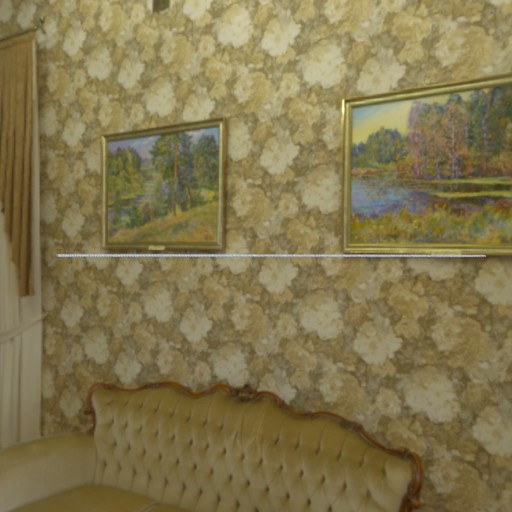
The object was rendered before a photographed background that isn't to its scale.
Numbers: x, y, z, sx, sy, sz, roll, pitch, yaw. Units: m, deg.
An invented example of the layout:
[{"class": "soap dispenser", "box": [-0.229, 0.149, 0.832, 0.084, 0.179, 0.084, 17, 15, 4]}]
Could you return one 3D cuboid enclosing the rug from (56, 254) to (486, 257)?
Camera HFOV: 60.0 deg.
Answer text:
[{"class": "rug", "box": [0.000, 0.000, 3.724, 2.878, 0.014, 2.005, 0, 0, -18]}]
